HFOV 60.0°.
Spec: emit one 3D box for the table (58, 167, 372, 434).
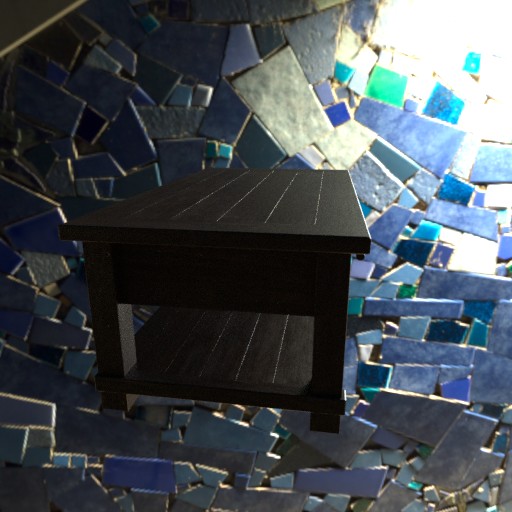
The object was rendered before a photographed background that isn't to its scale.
[{"bbox_3d":[0.000,0.000,1.599,0.700,0.494,1.270,3,17,9],"label":"table"}]
